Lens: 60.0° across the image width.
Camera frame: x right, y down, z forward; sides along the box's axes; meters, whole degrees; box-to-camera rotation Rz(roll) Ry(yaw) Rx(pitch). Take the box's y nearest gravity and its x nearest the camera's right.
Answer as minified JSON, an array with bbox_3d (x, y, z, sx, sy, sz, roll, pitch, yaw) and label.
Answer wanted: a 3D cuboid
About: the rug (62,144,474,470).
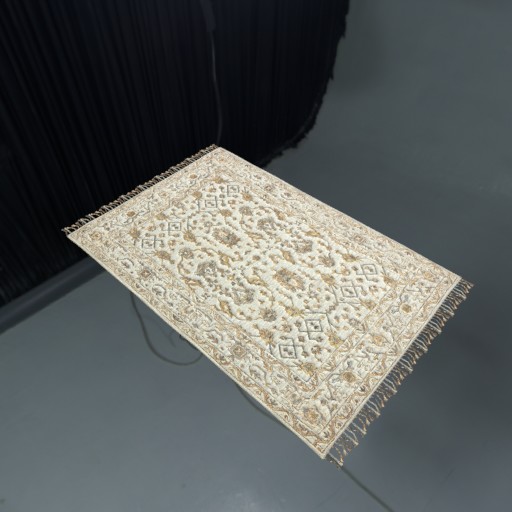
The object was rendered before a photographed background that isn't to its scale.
[{"bbox_3d":[0.000,0.000,3.018,2.434,0.027,1.529,34,55,27],"label":"rug"}]
